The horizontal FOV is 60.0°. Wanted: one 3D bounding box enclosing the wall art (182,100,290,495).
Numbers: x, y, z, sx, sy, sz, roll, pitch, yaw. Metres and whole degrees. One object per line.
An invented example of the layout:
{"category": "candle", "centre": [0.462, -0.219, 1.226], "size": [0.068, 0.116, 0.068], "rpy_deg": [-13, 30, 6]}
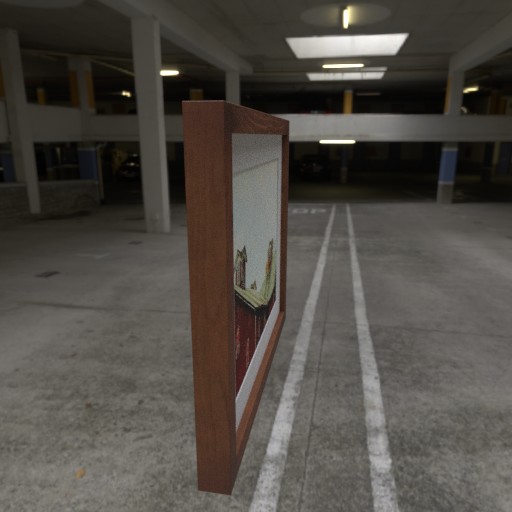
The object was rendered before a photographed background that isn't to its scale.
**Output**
{"category": "wall art", "centre": [0.000, 0.000, 0.539], "size": [0.030, 0.328, 0.401], "rpy_deg": [3, 15, 10]}
